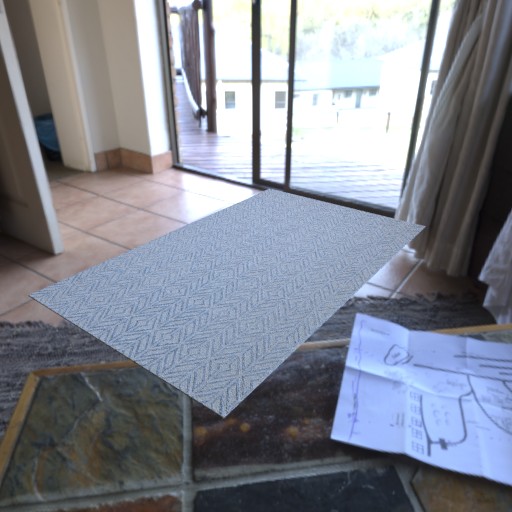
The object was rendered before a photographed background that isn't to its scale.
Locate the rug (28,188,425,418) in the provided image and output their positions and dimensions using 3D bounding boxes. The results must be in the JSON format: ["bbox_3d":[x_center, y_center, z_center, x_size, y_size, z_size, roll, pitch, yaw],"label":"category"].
[{"bbox_3d":[0.000,0.000,3.070,1.526,0.008,2.441,19,33,33],"label":"rug"}]
